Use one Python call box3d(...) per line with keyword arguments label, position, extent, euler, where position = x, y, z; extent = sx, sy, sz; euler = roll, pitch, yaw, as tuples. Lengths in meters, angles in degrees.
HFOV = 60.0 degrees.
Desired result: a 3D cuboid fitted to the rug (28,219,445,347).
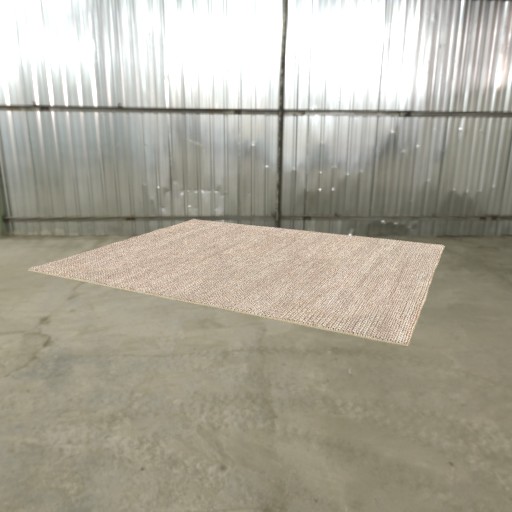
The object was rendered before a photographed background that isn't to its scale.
box3d(label="rug", position=(0.000, 0.000, 4.084), extent=(3.052, 0.030, 2.429), euler=(8, 17, 26))
